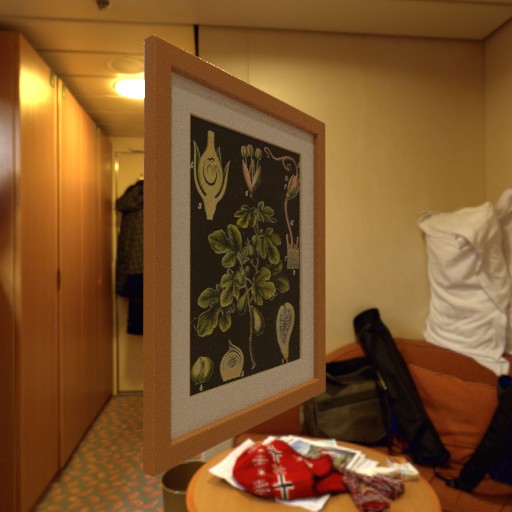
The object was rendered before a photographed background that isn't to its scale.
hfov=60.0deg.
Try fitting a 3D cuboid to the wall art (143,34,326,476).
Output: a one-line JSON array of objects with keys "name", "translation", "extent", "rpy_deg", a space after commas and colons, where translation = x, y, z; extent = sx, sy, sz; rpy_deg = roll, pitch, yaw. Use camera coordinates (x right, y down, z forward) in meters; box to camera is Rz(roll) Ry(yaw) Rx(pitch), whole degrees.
[{"name": "wall art", "translation": [0.000, 0.000, 0.506], "extent": [0.015, 0.379, 0.310], "rpy_deg": [0, -1, 37]}]
